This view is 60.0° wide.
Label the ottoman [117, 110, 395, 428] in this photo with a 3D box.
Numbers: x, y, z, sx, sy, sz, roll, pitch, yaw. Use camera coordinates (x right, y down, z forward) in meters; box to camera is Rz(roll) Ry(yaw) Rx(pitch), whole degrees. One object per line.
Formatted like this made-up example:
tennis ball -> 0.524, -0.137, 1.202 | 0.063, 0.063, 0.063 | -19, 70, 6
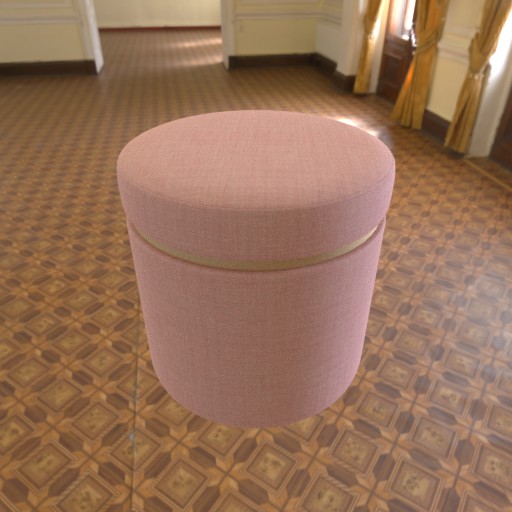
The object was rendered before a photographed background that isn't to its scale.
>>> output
ottoman -> 0.000, 0.000, 0.750 | 0.400, 0.406, 0.400 | 0, 33, 0
